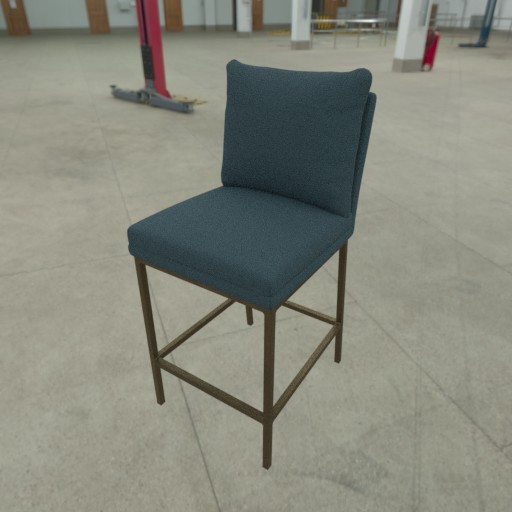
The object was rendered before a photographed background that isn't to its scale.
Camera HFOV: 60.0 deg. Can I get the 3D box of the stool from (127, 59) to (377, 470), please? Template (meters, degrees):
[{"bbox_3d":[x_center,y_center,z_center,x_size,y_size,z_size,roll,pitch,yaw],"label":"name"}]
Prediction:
[{"bbox_3d":[0.000,0.000,1.326,0.463,1.032,0.568,19,35,29],"label":"stool"}]
